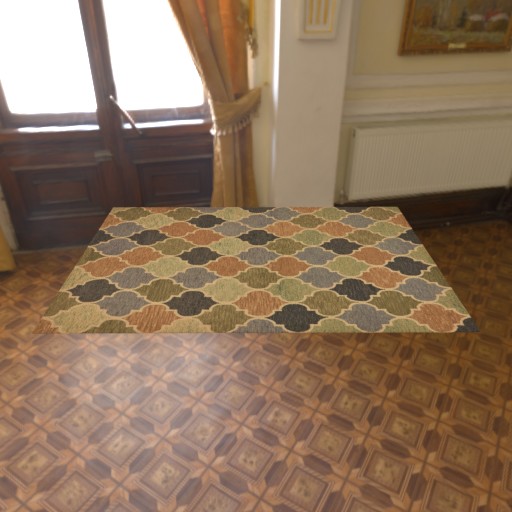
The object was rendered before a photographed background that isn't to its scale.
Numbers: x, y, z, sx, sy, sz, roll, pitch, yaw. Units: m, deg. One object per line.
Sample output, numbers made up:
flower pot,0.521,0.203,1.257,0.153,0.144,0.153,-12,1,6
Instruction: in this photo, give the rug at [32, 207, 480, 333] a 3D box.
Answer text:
rug,0.000,0.000,2.911,2.284,0.006,1.521,0,31,0
